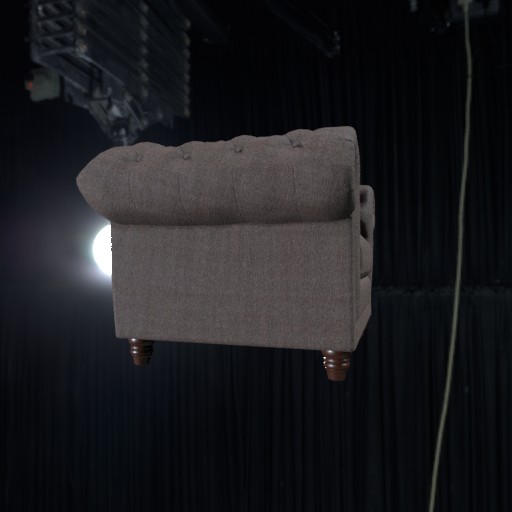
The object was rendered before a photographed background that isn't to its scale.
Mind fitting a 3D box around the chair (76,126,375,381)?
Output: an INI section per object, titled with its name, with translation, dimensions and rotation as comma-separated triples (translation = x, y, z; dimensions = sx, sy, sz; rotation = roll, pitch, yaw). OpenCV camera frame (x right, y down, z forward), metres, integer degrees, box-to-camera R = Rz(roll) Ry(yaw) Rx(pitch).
[chair]
translation = 0.000, 0.000, 1.908
dimensions = 0.945, 0.780, 1.298
rotation = 0, -1, 17
